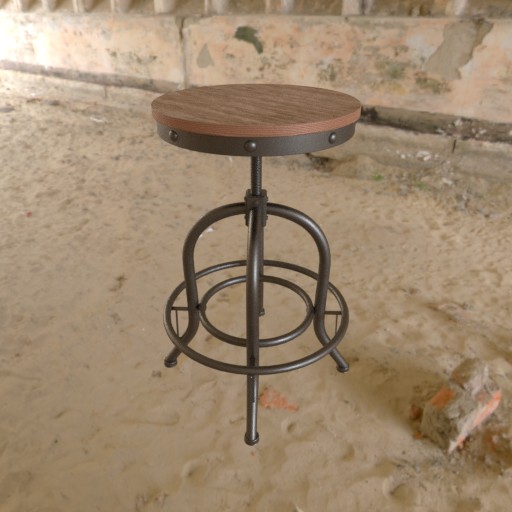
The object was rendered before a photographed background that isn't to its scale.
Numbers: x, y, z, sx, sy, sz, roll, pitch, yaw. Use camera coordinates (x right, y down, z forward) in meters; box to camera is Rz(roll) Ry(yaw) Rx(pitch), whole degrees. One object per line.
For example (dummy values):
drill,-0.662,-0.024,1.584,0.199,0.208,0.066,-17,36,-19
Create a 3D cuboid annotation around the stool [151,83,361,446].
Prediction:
stool,0.000,0.000,0.902,0.439,0.609,0.439,1,30,2
